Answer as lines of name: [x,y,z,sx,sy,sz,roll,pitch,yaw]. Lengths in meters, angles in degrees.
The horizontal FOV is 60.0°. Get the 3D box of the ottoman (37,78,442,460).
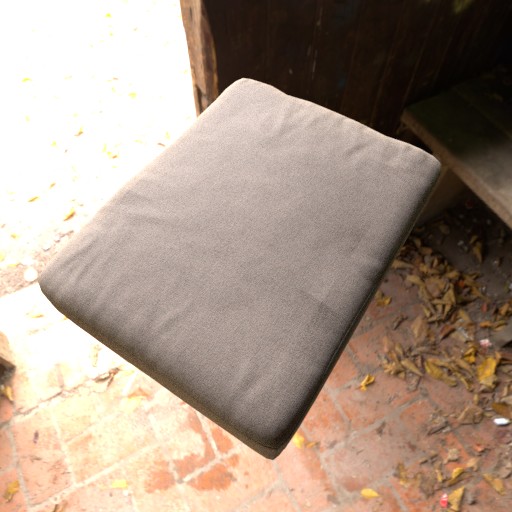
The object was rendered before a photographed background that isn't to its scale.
ottoman: [0.000,0.000,1.285,0.692,0.511,0.902,29,63,16]
